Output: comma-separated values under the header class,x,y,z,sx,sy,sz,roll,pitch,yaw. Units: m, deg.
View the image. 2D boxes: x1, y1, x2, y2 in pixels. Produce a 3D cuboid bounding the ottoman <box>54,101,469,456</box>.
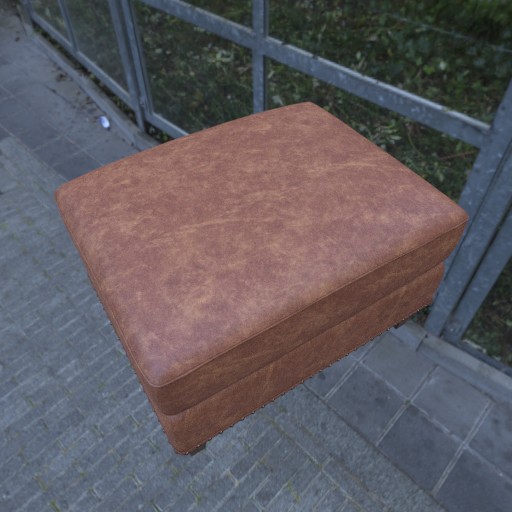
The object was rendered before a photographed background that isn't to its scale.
class,x,y,z,sx,sy,sz,roll,pitch,yaw
ottoman,0.000,0.000,1.093,0.742,0.486,0.586,-25,53,-21
